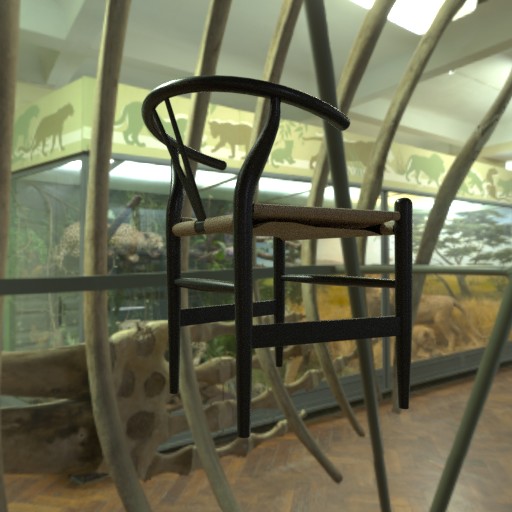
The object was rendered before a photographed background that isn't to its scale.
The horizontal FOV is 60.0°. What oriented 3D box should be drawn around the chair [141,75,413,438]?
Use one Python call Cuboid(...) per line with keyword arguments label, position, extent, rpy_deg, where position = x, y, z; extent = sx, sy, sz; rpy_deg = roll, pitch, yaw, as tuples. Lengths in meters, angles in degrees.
Cuboid(label="chair", position=(0.000, 0.000, 1.140), extent=(0.570, 0.739, 0.570), rpy_deg=(0, 0, -34))
